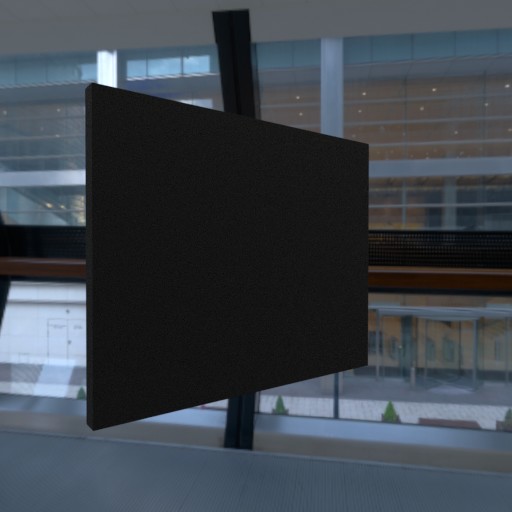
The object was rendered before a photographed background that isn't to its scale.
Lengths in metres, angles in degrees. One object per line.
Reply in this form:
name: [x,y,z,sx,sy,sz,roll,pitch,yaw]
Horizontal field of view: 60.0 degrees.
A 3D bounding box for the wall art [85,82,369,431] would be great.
wall art: [0.000,0.000,0.760,0.558,0.457,0.031,-1,1,-37]
